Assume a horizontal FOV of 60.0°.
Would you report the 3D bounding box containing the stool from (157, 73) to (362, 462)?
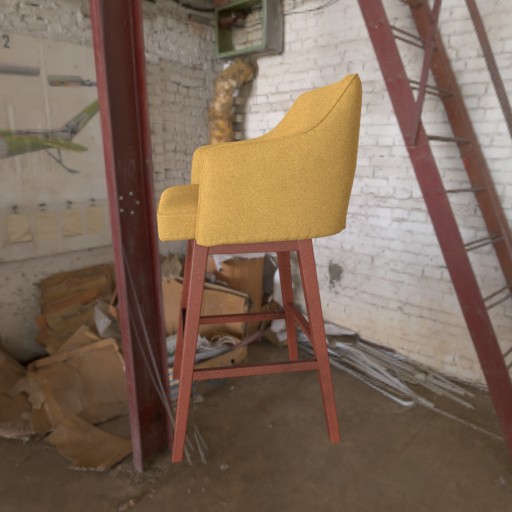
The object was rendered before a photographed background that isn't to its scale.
[{"bbox_3d":[0.000,0.000,1.346,0.558,1.012,0.548,-2,14,-10],"label":"stool"}]
